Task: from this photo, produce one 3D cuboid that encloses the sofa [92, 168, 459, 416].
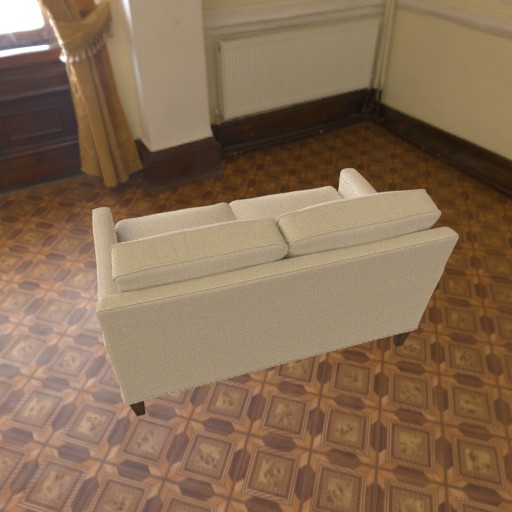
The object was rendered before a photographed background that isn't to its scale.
[{"bbox_3d":[0.000,0.000,2.331,1.597,1.003,1.084,-11,42,-13],"label":"sofa"}]
